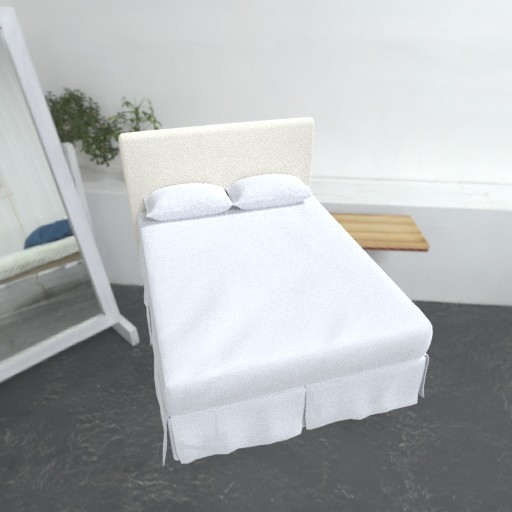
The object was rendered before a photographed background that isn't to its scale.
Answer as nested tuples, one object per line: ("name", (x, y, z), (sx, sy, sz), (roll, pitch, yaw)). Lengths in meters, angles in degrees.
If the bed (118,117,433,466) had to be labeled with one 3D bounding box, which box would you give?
("bed", (0.000, 0.000, 3.205), (1.713, 1.330, 2.142), (-9, 34, -14))
